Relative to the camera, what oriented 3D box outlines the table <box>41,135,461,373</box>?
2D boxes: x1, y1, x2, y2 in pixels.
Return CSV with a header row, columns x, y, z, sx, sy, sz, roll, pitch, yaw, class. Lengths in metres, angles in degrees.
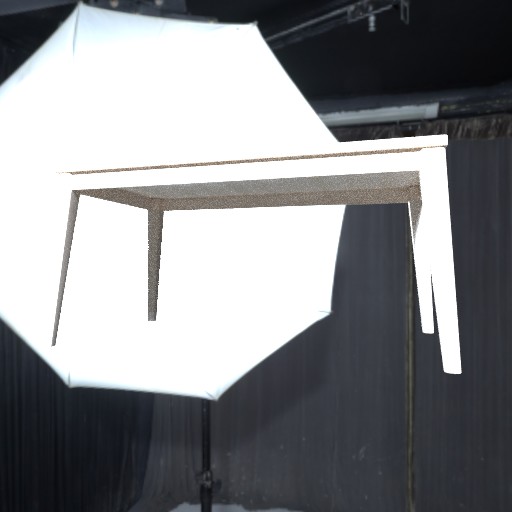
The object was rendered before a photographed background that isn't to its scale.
x,y,z,sx,sy,sz,roll,pitch,yaw,class
0.000,0.000,2.044,1.600,0.760,0.900,0,-1,16,table
